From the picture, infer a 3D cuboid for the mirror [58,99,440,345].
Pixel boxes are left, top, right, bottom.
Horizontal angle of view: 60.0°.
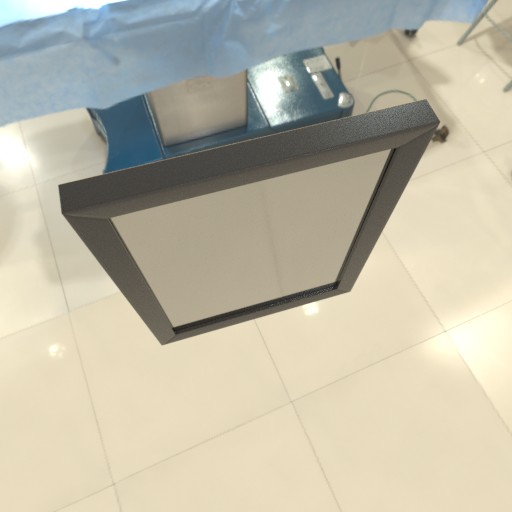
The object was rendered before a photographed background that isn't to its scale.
[{"bbox_3d":[0.000,0.000,0.691,0.405,0.508,0.041,-15,65,-7],"label":"mirror"}]
